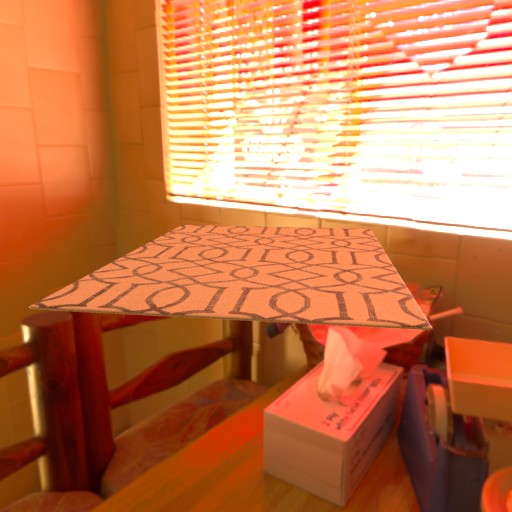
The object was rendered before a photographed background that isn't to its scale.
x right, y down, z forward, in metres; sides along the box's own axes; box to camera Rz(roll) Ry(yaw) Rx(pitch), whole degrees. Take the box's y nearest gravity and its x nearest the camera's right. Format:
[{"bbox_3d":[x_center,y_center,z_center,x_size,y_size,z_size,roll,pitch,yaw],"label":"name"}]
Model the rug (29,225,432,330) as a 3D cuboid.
[{"bbox_3d":[0.000,0.000,3.774,2.211,0.021,2.910,2,13,8],"label":"rug"}]
